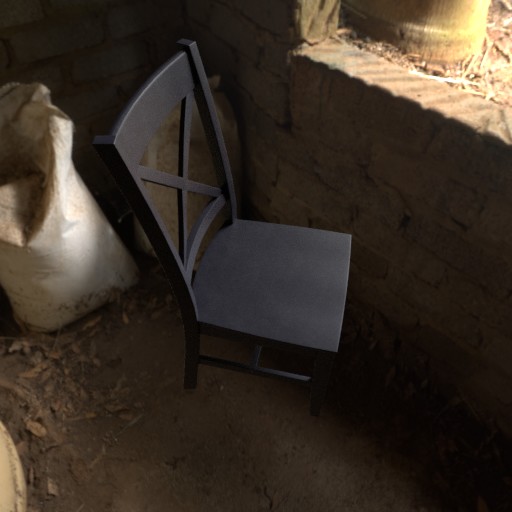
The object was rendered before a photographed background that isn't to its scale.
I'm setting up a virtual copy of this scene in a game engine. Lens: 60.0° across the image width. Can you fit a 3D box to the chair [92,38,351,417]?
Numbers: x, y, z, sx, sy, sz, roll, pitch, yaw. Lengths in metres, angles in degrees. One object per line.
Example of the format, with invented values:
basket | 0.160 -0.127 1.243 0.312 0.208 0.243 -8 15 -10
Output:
chair | 0.000 0.000 1.279 0.542 0.983 0.485 10 48 9
